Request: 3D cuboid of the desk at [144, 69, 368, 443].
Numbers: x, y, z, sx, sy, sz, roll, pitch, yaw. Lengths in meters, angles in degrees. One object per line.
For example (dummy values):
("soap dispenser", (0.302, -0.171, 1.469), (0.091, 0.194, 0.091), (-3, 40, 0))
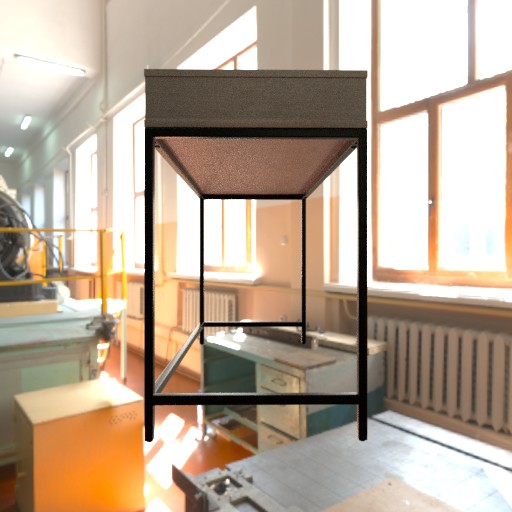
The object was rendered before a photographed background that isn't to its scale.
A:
("desk", (0.000, 0.000, 1.413), (0.470, 0.762, 1.016), (0, 0, -1))
